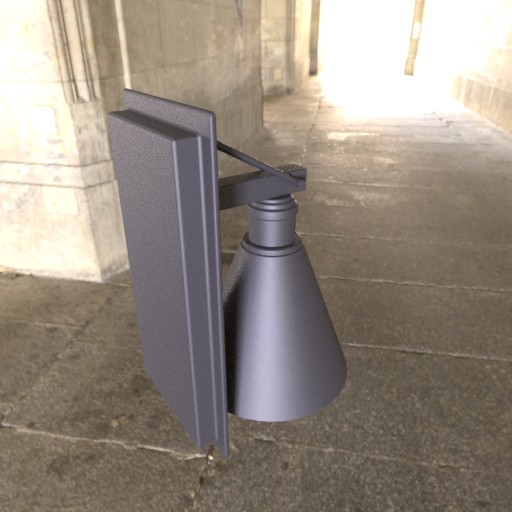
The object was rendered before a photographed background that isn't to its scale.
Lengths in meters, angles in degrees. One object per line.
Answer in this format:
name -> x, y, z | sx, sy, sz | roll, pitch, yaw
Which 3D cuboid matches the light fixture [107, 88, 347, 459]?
light fixture -> 0.000, 0.000, 0.423 | 0.207, 0.298, 0.170 | -18, 32, -31
